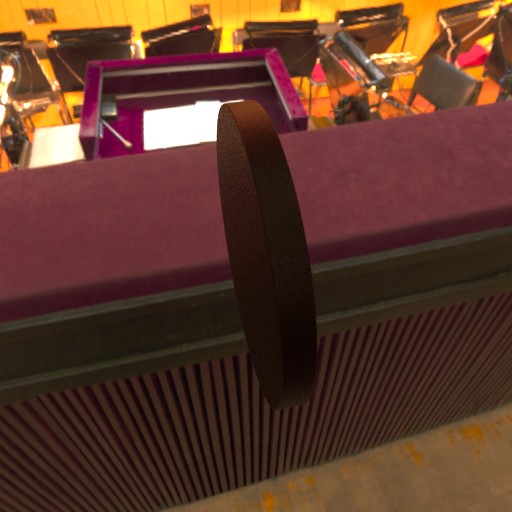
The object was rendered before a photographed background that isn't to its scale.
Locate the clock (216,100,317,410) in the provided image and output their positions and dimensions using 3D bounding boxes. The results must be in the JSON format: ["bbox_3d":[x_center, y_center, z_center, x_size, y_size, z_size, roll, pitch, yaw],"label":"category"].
[{"bbox_3d":[0.000,0.000,0.473,0.029,0.314,0.314,-10,49,-9],"label":"clock"}]
